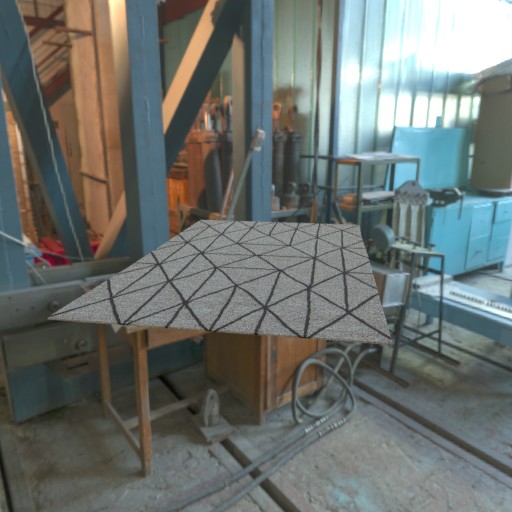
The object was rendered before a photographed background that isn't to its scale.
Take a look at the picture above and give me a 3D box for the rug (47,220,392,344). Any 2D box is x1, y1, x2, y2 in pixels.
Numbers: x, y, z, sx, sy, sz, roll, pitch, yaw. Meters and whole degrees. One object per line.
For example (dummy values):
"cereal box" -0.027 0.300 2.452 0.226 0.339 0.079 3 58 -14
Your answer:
"rug" 0.000 0.000 3.070 1.526 0.008 2.465 3 15 9
